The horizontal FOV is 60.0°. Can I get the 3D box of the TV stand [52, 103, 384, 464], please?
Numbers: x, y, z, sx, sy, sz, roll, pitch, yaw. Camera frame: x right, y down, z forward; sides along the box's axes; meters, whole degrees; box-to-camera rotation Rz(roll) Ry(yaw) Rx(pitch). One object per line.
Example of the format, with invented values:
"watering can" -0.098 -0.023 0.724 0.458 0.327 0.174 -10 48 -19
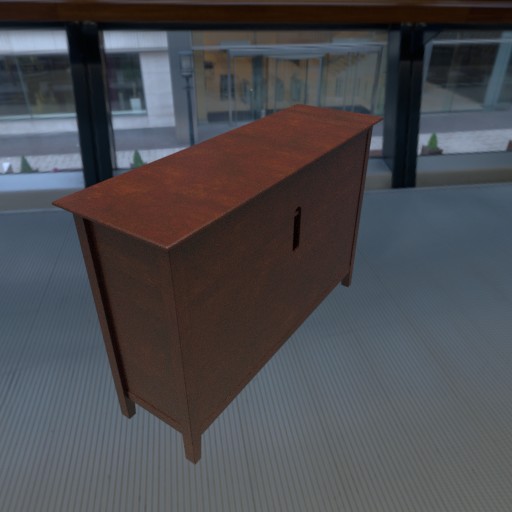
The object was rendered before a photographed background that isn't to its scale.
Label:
"TV stand" 0.000 0.000 1.850 0.445 0.915 1.372 20 37 29
